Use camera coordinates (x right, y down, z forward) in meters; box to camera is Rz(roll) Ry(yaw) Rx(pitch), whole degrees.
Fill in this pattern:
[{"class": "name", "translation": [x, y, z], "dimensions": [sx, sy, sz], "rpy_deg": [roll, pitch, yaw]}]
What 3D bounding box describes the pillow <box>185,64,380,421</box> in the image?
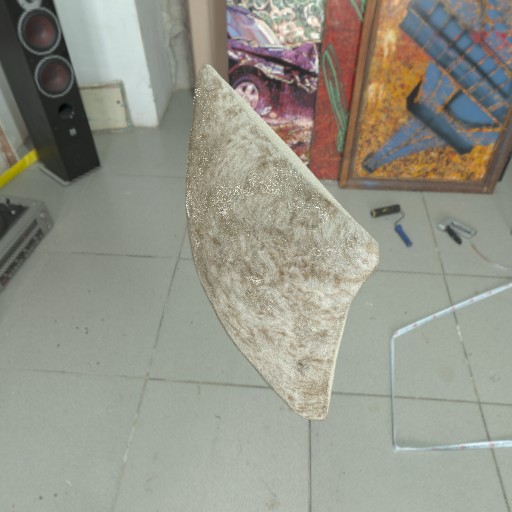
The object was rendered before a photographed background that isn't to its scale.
[{"class": "pillow", "translation": [0.000, 0.000, 0.828], "dimensions": [0.216, 0.525, 0.538], "rpy_deg": [-19, 50, -17]}]
